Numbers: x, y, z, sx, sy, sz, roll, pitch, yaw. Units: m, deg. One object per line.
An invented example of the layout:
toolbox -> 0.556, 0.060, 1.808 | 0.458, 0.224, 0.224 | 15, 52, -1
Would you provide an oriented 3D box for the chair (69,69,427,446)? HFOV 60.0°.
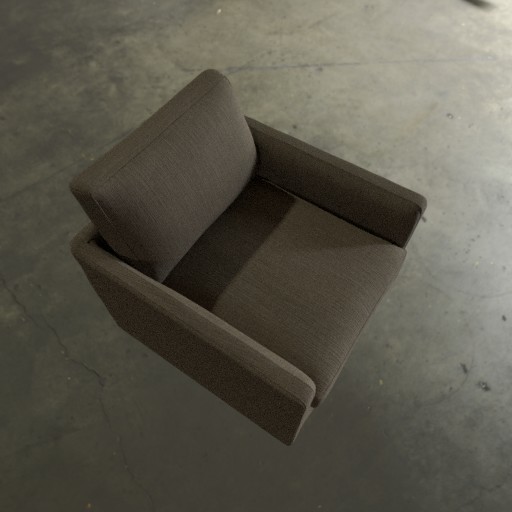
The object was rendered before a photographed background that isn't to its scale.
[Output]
chair -> 0.000, 0.000, 1.465 | 0.834, 0.811, 0.763 | 30, 62, 17
